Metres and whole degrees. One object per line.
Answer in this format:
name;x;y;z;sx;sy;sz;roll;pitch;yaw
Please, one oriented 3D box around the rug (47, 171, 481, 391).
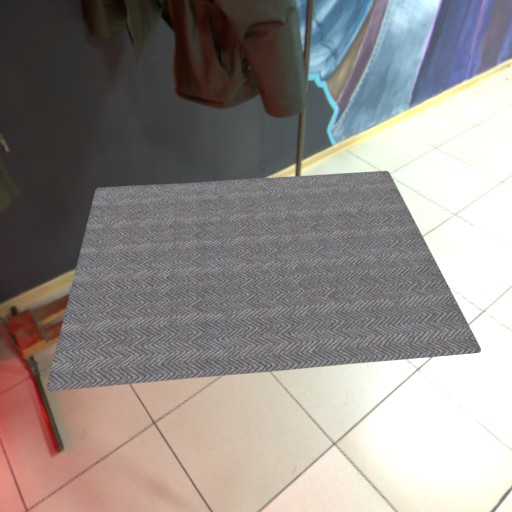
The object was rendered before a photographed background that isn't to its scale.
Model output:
rug;0.000;0.000;4.986;3.957;0.011;2.894;-4;46;-4
